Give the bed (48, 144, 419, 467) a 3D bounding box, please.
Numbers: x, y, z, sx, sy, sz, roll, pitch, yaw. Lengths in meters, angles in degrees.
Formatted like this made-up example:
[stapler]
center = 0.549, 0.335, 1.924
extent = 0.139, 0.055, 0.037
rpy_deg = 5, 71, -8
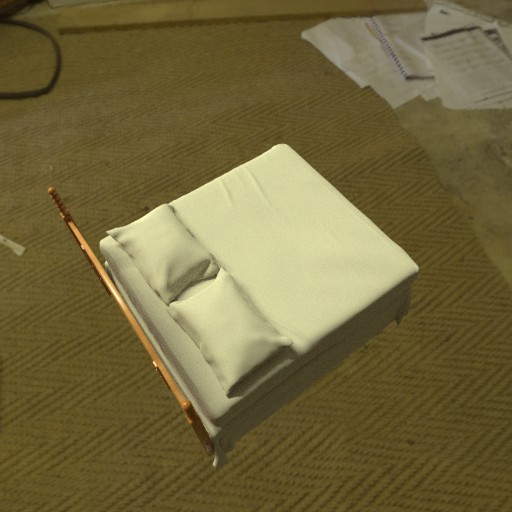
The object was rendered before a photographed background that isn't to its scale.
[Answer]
[bed]
center = 0.000, 0.000, 3.261
extent = 2.040, 1.356, 1.873
rpy_deg = -32, 63, -18
